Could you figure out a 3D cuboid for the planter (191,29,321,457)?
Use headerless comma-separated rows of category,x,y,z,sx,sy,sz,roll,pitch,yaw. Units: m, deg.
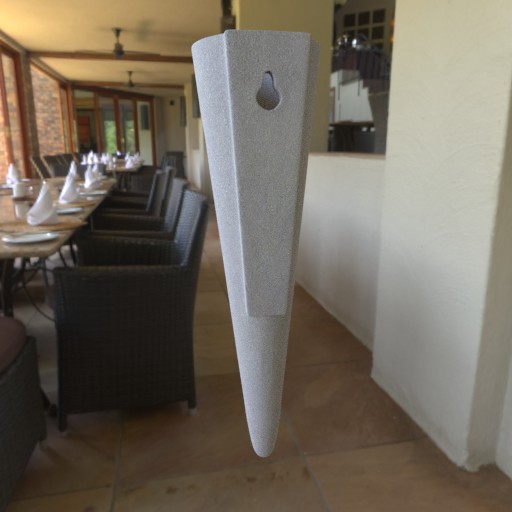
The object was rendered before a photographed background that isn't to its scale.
planter,0.000,0.000,0.299,0.078,0.259,0.087,-2,14,-9
